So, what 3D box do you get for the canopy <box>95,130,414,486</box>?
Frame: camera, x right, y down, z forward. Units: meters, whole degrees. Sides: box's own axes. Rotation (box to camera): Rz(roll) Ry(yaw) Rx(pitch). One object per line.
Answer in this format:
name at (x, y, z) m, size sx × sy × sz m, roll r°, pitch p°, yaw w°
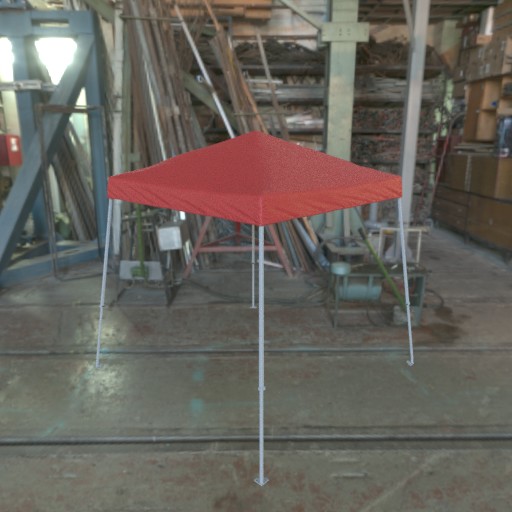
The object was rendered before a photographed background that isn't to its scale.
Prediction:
canopy at (0.000, 0.000, 6.610) m, size 3.600 × 3.600 × 3.599 m, roll 14°, pitch 20°, yaw 42°
